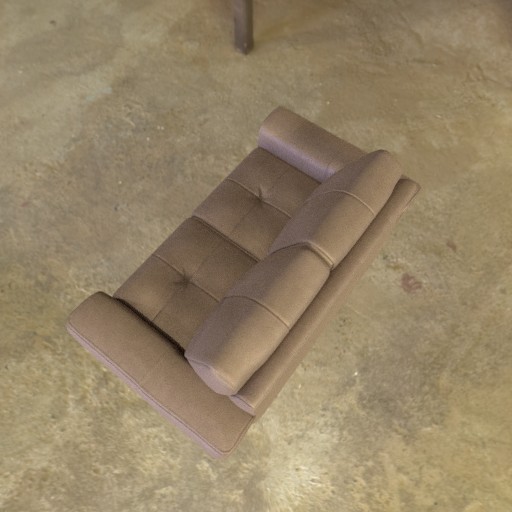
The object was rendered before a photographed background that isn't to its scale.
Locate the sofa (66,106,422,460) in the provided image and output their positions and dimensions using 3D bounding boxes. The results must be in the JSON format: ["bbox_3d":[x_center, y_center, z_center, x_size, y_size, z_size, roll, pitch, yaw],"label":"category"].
[{"bbox_3d":[0.000,0.000,2.374,1.018,0.907,1.806,34,68,16],"label":"sofa"}]
